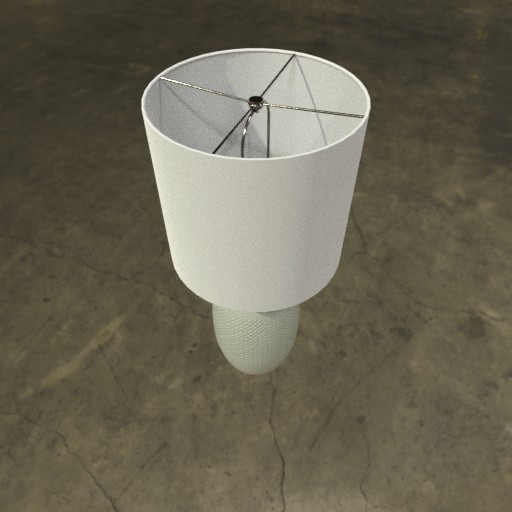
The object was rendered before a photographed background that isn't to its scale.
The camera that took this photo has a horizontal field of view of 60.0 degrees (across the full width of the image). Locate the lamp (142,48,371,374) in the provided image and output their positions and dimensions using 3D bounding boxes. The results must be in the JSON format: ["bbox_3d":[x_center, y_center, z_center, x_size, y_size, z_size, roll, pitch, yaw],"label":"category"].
[{"bbox_3d":[0.000,0.000,0.589,0.217,0.453,0.217,16,49,15],"label":"lamp"}]
